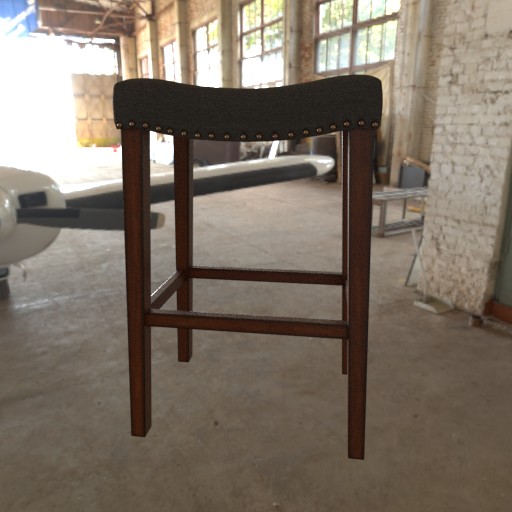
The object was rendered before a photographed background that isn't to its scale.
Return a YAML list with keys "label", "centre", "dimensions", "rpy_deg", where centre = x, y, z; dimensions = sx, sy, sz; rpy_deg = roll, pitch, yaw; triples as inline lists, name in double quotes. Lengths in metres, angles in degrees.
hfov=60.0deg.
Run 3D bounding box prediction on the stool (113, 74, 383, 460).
- label: "stool"
  centre: [0.000, 0.000, 1.013]
  dimensions: [0.502, 0.748, 0.366]
  rpy_deg: [2, 16, 8]
